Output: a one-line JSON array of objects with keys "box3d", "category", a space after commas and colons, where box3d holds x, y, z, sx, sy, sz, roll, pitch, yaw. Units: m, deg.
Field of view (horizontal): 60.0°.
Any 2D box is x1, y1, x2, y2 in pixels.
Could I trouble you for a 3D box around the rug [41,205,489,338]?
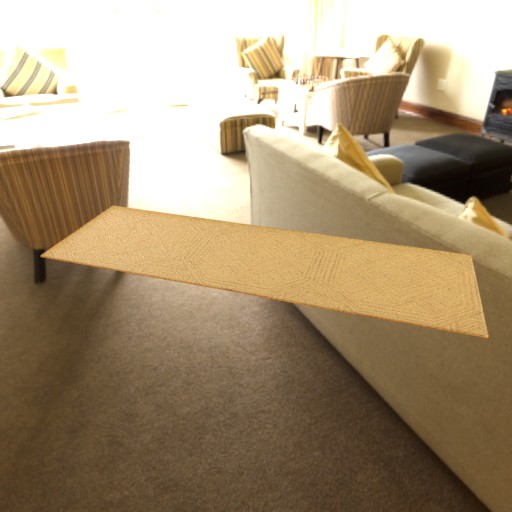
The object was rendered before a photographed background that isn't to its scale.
[{"box3d": [0.000, 0.000, 2.643, 2.452, 0.012, 0.775, 9, 32, 15], "category": "rug"}]
